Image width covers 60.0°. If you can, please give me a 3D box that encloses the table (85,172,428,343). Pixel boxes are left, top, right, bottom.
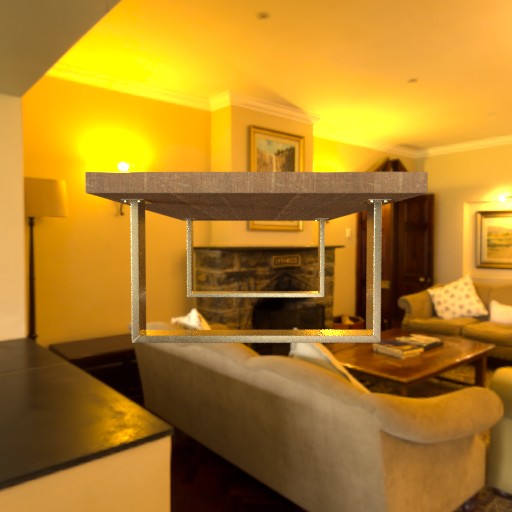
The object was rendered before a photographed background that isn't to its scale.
[{"bbox_3d":[0.000,0.000,1.740,0.800,0.440,1.400,0,2,0],"label":"table"}]
